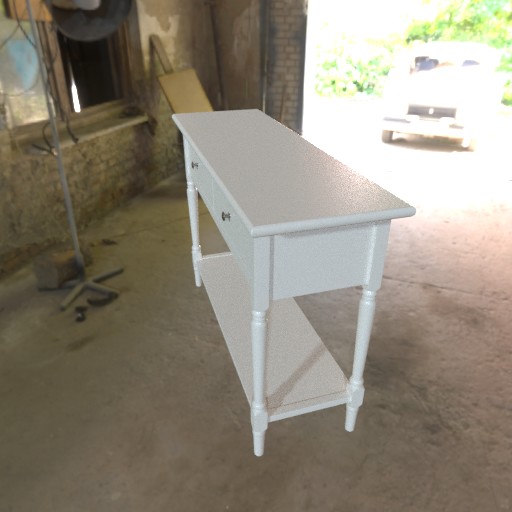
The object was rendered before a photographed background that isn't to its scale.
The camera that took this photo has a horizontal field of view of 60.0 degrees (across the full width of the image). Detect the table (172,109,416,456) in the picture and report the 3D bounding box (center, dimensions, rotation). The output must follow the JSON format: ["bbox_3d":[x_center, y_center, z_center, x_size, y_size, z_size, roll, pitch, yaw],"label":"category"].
[{"bbox_3d":[0.000,0.000,1.630,0.386,0.814,1.191,-8,30,-15],"label":"table"}]
